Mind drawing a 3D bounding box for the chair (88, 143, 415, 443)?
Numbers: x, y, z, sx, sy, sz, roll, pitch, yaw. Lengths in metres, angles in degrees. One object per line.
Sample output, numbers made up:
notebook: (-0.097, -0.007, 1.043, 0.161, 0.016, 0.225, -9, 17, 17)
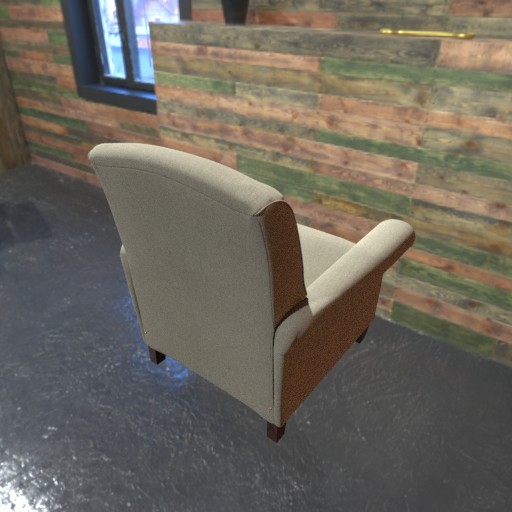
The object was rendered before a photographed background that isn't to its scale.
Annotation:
chair: (0.000, 0.000, 1.804, 0.978, 1.061, 0.905, 21, 37, 32)
